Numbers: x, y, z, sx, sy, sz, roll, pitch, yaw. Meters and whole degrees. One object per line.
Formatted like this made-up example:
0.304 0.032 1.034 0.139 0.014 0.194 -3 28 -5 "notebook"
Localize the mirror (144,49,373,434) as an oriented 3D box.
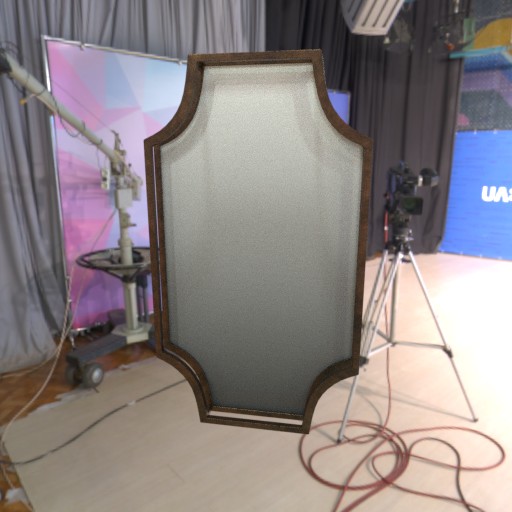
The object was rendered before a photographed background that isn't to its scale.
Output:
0.000 0.000 0.967 0.462 0.811 0.066 2 14 10 "mirror"
